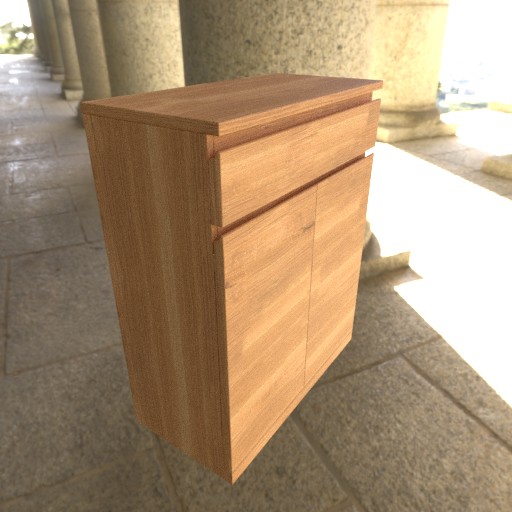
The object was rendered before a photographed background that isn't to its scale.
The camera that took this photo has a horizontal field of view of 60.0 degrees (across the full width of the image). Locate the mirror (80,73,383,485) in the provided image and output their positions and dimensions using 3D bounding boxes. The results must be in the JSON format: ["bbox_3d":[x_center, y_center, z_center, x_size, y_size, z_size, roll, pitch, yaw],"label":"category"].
[{"bbox_3d":[0.000,0.000,1.411,0.400,1.000,0.800,18,33,31],"label":"mirror"}]
